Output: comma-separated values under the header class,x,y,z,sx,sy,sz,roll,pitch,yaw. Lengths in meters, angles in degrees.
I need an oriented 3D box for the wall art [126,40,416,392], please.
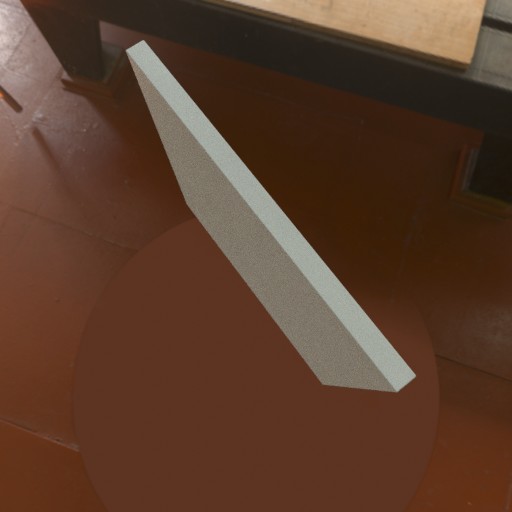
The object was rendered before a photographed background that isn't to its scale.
class,x,y,z,sx,sy,sz,roll,pitch,yaw
wall art,0.000,0.000,1.116,0.040,0.762,0.762,-36,78,-9
